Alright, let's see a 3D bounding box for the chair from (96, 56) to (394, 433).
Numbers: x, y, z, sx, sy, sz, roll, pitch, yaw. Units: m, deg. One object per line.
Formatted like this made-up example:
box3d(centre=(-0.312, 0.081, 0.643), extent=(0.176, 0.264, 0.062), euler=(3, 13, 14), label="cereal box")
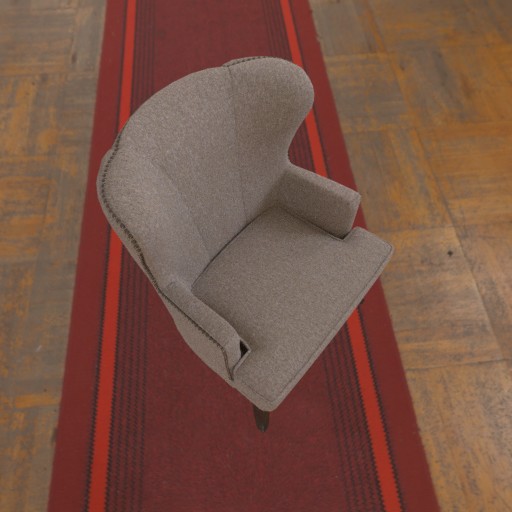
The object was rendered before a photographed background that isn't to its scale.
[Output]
box3d(centre=(0.000, 0.000, 1.588), extent=(0.758, 1.060, 0.759), euler=(35, 65, 19), label="chair")
